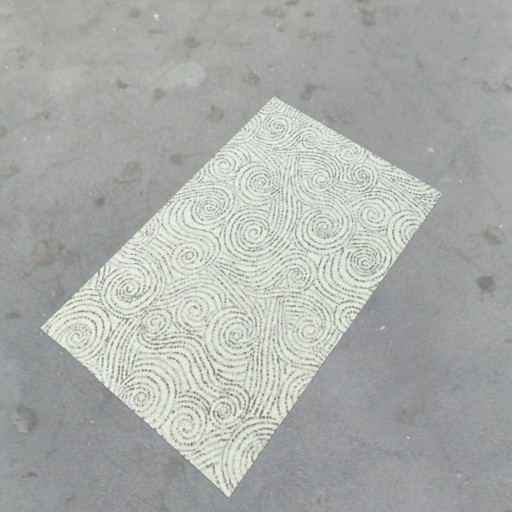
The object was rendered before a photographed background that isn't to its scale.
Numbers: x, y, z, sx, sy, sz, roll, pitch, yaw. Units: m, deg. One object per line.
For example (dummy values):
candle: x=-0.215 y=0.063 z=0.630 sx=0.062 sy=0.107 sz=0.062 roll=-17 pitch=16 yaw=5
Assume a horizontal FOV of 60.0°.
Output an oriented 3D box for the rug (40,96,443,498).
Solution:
rug: x=0.000 y=0.000 z=2.975 sx=1.524 sy=0.005 sz=2.439 roll=35 pitch=70 yaw=15
